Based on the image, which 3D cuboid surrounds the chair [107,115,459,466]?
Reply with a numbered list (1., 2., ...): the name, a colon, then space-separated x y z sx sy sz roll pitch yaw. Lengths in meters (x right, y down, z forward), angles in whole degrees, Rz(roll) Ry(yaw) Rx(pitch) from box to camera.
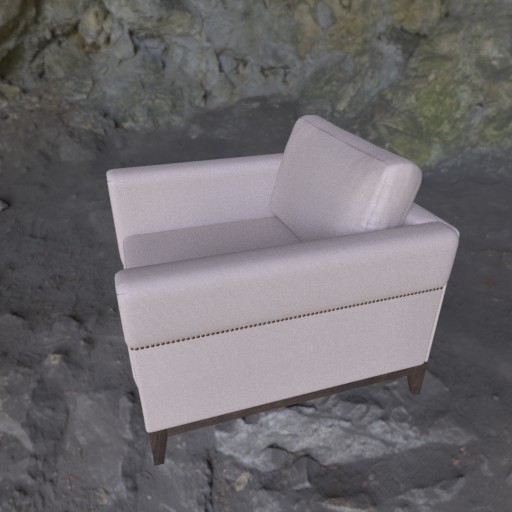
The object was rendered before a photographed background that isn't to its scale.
1. chair: 0.000 0.000 1.619 0.959 0.838 0.914 -9 31 -15
